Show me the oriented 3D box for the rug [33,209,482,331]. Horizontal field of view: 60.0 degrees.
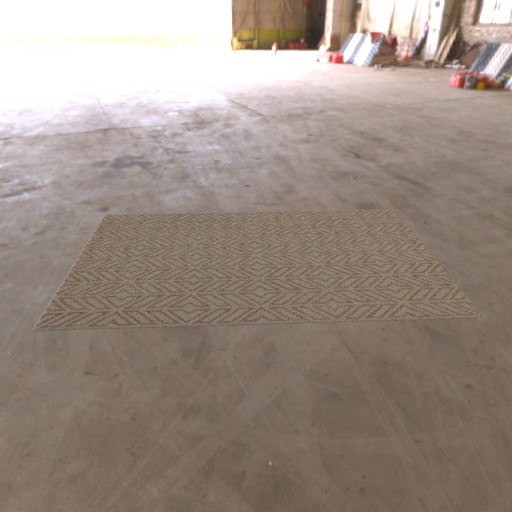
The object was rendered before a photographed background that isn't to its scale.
[{"bbox_3d":[0.000,0.000,3.054,2.438,0.008,1.523,-1,29,-2],"label":"rug"}]
